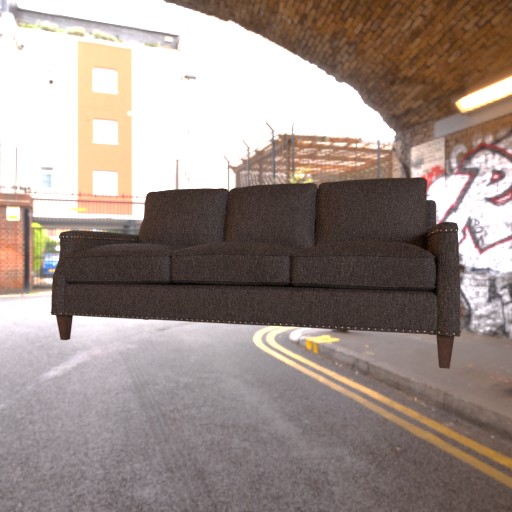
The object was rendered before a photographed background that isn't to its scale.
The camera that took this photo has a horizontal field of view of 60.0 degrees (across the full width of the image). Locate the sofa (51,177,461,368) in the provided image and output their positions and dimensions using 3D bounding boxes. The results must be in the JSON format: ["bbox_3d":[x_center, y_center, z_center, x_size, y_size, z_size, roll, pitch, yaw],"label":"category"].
[{"bbox_3d":[0.000,0.000,2.778,2.246,1.003,1.084,0,0,18],"label":"sofa"}]
